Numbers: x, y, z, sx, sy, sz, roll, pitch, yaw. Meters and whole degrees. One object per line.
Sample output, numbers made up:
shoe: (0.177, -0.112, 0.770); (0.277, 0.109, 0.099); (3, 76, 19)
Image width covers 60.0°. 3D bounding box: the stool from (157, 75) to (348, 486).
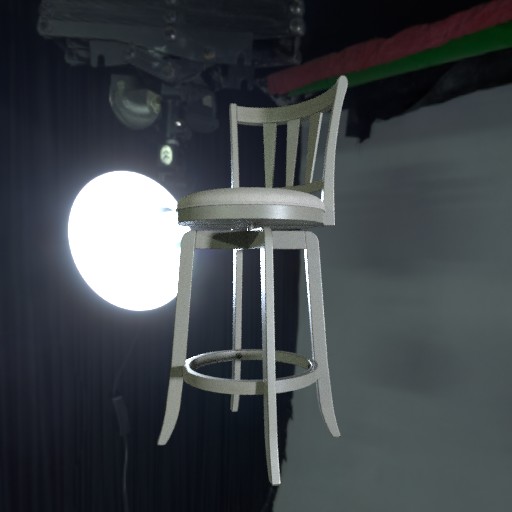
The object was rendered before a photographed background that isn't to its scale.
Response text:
stool: (0.000, 0.000, 1.278); (0.436, 1.042, 0.475); (0, 0, 35)
